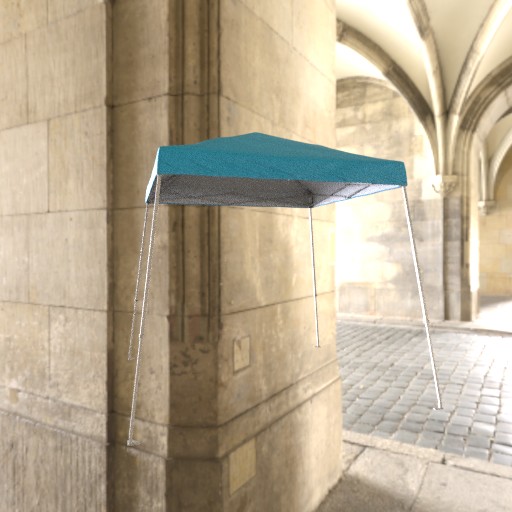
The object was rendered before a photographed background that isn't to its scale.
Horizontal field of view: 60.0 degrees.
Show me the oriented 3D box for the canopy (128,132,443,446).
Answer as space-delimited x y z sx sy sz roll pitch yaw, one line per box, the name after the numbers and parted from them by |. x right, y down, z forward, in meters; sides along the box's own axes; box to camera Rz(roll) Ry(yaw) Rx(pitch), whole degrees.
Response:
0.000 0.000 5.120 2.849 2.849 2.848 0 1 -16 | canopy
